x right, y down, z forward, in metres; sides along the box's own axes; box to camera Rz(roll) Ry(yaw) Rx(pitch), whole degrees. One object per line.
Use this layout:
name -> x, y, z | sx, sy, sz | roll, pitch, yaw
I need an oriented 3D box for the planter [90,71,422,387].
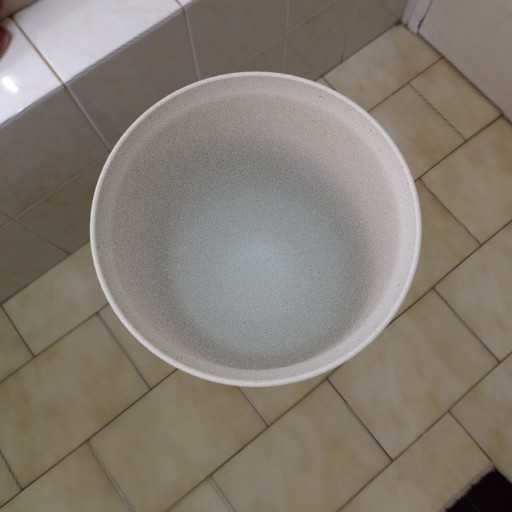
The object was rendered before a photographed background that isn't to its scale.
planter -> 0.000, 0.000, 0.485 | 0.268, 0.270, 0.268 | 0, 76, 0
